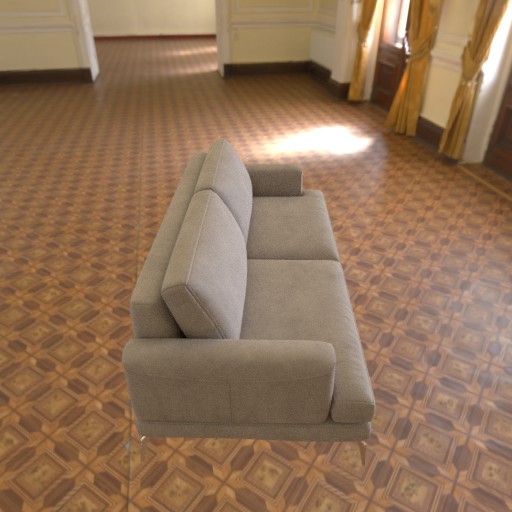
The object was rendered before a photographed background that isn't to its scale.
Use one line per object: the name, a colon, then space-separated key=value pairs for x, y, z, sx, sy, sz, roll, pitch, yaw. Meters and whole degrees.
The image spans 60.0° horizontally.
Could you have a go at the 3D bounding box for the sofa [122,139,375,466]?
sofa: x=0.000 y=0.000 z=2.494 sx=0.980 sy=0.830 sz=2.013 roll=1 pitch=32 yaw=1
